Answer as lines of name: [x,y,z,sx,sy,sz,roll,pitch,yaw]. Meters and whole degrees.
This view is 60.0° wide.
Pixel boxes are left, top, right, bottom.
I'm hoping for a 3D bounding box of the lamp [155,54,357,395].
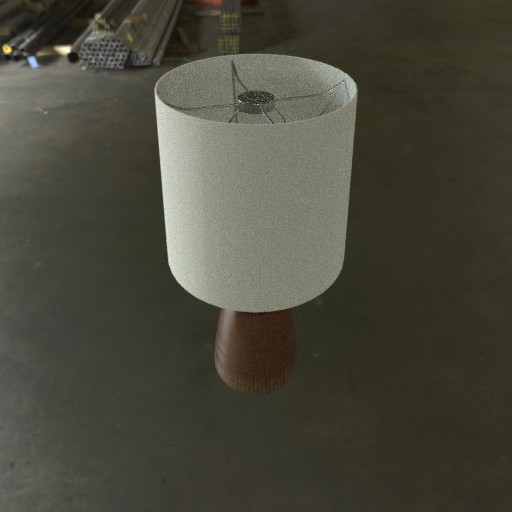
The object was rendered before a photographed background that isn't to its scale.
lamp: [0.000,0.000,0.482,0.186,0.369,0.186,0,40,0]
